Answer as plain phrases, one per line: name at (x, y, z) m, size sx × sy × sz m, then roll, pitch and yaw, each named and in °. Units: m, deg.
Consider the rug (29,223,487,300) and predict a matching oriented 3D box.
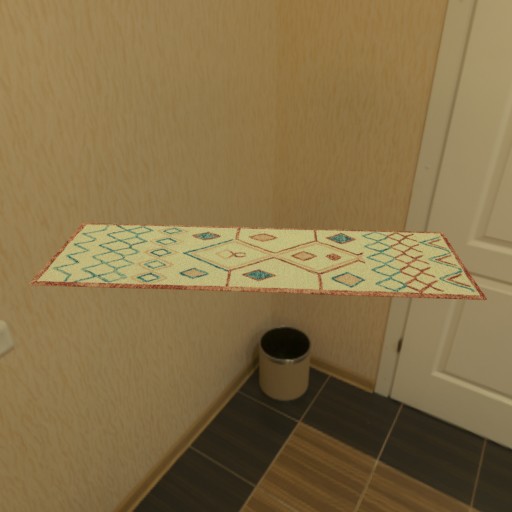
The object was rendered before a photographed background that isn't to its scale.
rug at (0.000, 0.000, 2.670) m, size 2.435 × 0.011 × 0.750 m, roll 2°, pitch 31°, yaw 3°
